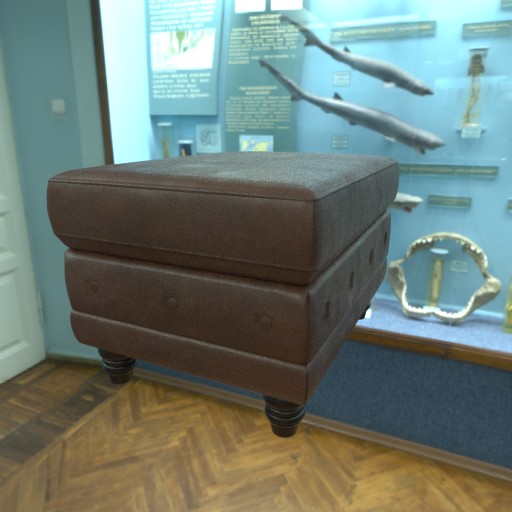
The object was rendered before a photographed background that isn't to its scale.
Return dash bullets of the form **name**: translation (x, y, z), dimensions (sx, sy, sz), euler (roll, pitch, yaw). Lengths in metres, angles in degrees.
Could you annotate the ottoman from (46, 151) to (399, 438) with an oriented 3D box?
- **ottoman**: translation (0.000, 0.000, 1.172), dimensions (0.588, 0.509, 0.795), euler (8, 18, 25)
